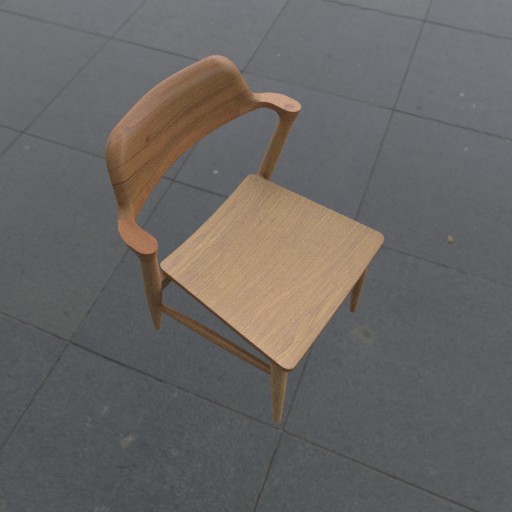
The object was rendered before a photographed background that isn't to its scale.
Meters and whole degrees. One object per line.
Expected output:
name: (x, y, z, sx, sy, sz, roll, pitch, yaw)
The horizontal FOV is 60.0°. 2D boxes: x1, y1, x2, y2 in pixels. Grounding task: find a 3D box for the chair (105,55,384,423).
chair: (0.000, 0.000, 1.121, 0.499, 0.792, 0.512, 32, 64, 18)
